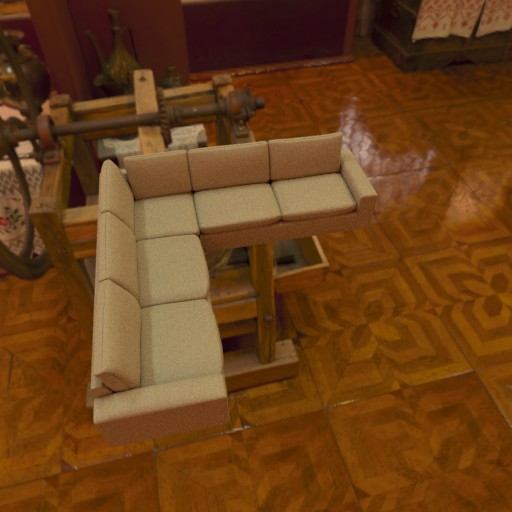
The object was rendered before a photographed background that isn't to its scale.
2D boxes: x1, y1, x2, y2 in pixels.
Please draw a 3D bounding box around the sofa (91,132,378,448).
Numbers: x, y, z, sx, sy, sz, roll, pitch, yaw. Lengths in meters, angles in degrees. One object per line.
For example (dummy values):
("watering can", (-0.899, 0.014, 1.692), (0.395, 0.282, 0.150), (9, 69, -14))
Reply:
("sofa", (0.000, 0.000, 4.024), (2.742, 0.800, 2.622), (-9, 48, -8))
